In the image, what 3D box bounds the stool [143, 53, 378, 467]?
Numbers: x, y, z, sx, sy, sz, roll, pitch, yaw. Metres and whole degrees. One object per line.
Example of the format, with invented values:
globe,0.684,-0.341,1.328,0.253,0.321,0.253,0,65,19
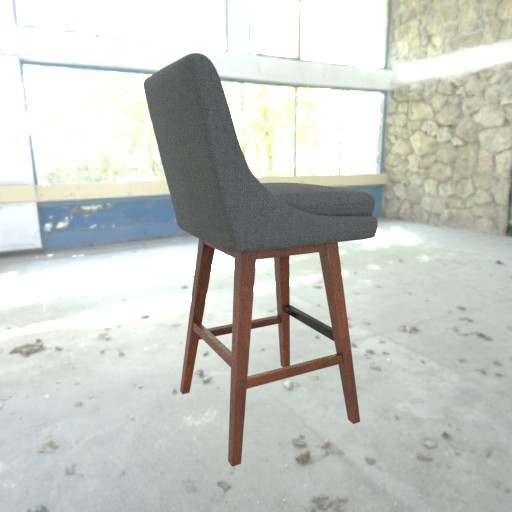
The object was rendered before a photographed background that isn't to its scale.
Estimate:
stool,0.000,0.000,1.270,0.524,0.977,0.447,-7,15,-27
